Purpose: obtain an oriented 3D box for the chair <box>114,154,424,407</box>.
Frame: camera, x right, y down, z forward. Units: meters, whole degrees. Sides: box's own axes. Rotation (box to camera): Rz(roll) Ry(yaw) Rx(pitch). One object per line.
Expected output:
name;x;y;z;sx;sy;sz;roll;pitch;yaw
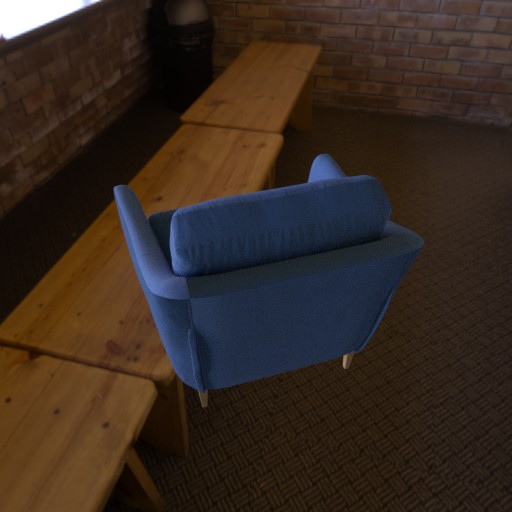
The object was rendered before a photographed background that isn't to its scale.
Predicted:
chair;0.000;0.000;1.745;0.987;0.899;0.961;-11;43;-13
